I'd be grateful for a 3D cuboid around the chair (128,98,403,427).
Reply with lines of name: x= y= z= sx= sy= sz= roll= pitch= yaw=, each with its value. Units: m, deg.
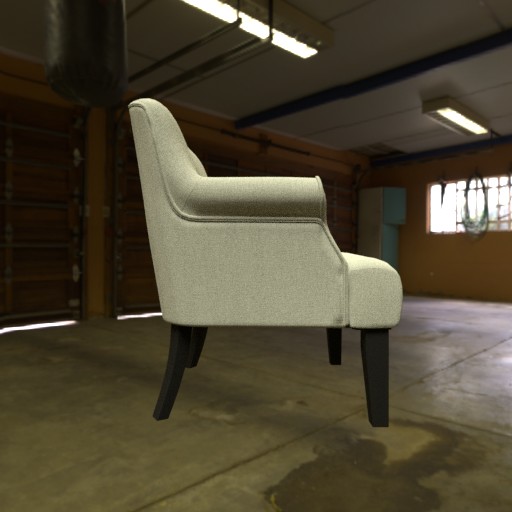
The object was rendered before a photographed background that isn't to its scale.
chair: x=0.000 y=0.000 z=1.473 sx=0.750 sy=0.875 sz=0.781 roll=0 pitch=0 yaw=0
